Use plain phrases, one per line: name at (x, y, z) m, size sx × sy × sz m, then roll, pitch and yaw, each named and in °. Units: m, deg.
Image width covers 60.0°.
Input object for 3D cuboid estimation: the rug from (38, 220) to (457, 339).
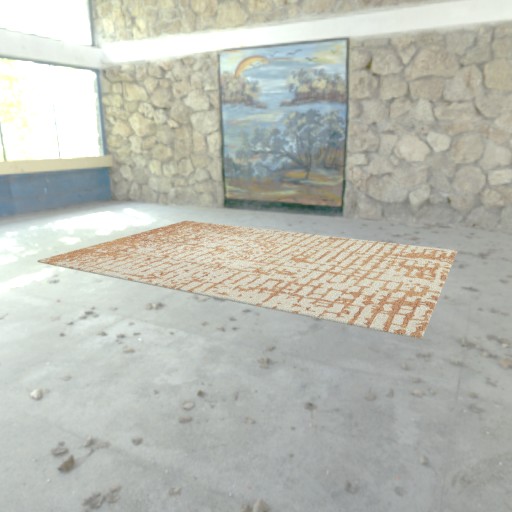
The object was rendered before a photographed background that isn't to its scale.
rug at (0.000, 0.000, 2.311) m, size 1.829 × 0.011 × 1.219 m, roll 8°, pitch 17°, yaw 27°
